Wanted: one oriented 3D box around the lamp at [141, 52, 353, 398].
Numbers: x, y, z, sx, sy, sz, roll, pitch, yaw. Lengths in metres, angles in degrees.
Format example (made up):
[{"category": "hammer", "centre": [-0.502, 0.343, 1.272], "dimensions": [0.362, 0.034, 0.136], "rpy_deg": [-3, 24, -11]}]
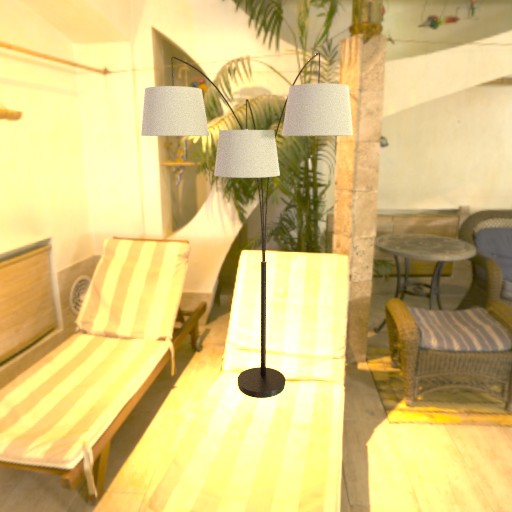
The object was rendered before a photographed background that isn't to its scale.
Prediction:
[{"category": "lamp", "centre": [0.000, 0.000, 2.441], "dimensions": [0.951, 1.950, 0.924], "rpy_deg": [2, 15, 9]}]
